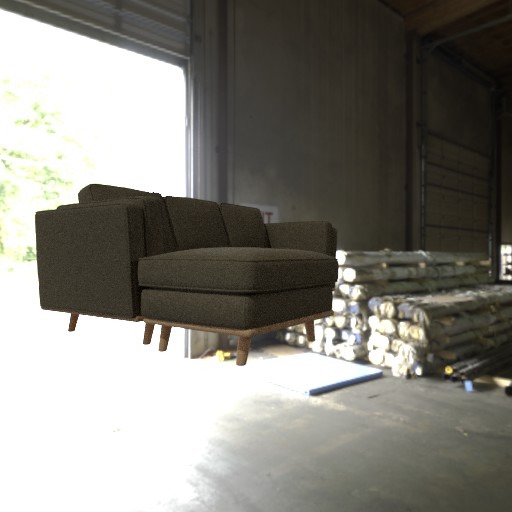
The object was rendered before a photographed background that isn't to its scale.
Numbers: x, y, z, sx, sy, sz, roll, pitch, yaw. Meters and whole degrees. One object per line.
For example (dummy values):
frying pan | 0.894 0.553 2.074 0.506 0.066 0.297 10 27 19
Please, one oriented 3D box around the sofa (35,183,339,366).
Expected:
sofa | 0.000 0.000 3.153 1.604 0.929 2.411 0 0 35
